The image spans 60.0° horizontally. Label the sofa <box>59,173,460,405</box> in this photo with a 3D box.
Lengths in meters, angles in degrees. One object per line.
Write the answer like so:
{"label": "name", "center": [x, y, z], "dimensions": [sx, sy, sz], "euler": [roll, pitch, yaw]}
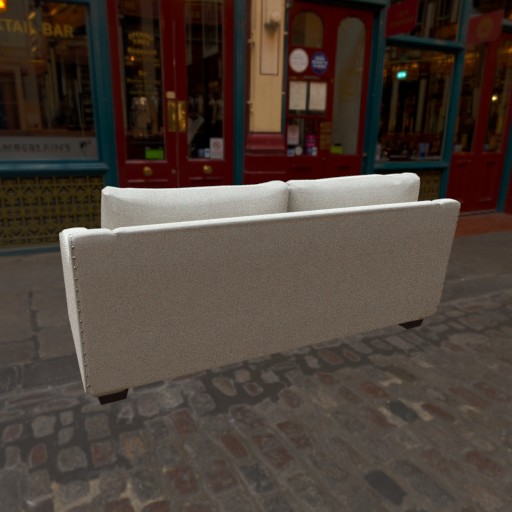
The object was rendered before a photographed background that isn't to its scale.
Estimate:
{"label": "sofa", "center": [0.000, 0.000, 2.672], "dimensions": [2.107, 0.983, 1.104], "euler": [-7, 17, -25]}
